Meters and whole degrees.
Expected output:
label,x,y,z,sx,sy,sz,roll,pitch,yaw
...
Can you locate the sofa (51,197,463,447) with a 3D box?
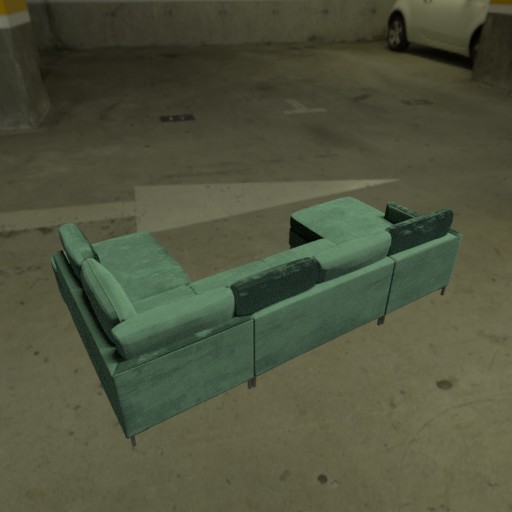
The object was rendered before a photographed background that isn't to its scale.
label,x,y,z,sx,sy,sz,roll,pitch,yaw
sofa,0.000,0.000,4.322,3.434,0.992,2.055,-18,36,-27
